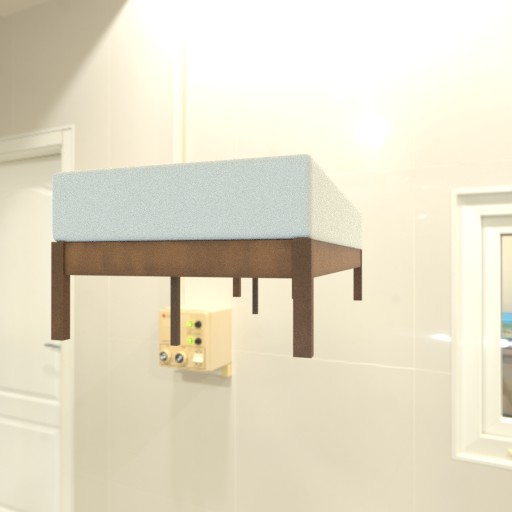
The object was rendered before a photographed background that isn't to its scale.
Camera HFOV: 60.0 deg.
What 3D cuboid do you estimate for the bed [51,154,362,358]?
[{"bbox_3d":[0.000,0.000,2.369,0.961,0.616,1.902,0,0,18],"label":"bed"}]
